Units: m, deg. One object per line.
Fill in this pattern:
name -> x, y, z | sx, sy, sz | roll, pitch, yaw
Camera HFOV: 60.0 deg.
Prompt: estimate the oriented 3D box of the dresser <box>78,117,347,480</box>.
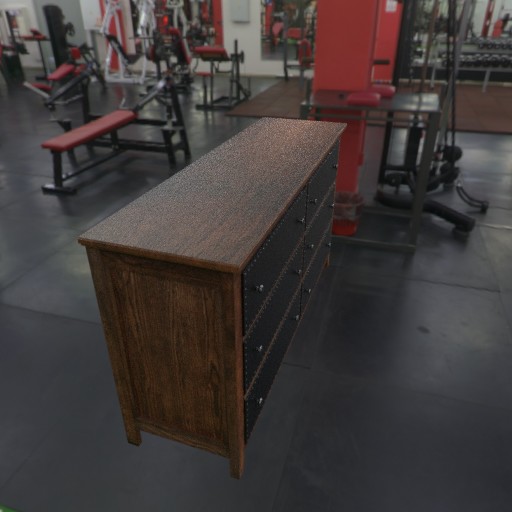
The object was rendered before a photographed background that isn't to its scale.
dresser -> 0.000, 0.000, 1.957 | 0.463, 0.856, 1.551 | 10, 31, 17
